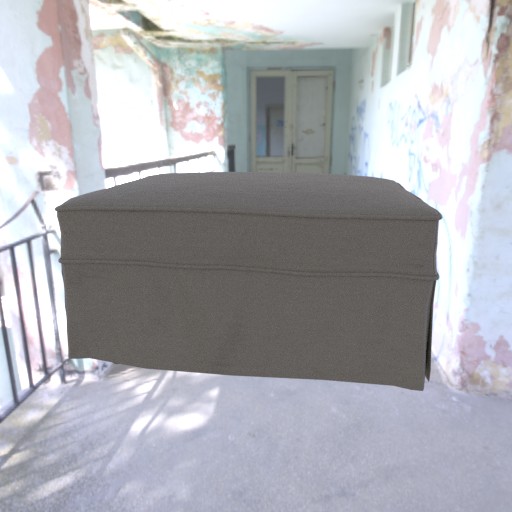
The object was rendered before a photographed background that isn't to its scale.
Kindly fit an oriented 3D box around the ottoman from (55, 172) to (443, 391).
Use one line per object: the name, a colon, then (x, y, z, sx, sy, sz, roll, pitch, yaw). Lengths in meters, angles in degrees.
ottoman: (0.000, 0.000, 1.345, 0.944, 0.479, 0.703, 2, 16, 8)
